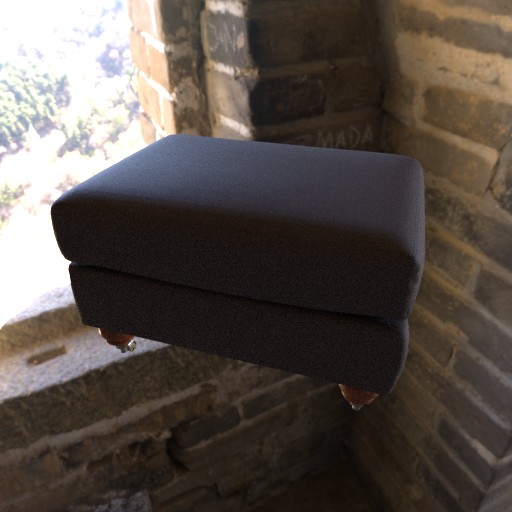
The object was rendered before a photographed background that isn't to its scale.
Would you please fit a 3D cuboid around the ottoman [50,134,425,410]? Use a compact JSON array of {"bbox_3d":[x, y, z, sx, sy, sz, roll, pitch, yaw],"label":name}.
[{"bbox_3d":[0.000,0.000,1.148,0.773,0.497,0.574,9,32,15],"label":"ottoman"}]
